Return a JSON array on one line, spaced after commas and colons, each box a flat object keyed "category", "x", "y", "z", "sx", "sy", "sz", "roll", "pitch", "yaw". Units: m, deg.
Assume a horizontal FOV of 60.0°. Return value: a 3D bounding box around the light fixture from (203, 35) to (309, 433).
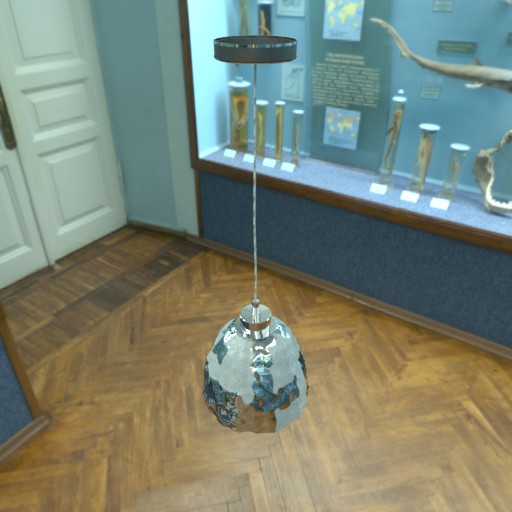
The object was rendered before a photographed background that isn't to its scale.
[{"category": "light fixture", "x": 0.000, "y": 0.000, "z": 1.714, "sx": 0.500, "sy": 1.511, "sz": 0.496, "roll": 21, "pitch": 38, "yaw": 30}]
